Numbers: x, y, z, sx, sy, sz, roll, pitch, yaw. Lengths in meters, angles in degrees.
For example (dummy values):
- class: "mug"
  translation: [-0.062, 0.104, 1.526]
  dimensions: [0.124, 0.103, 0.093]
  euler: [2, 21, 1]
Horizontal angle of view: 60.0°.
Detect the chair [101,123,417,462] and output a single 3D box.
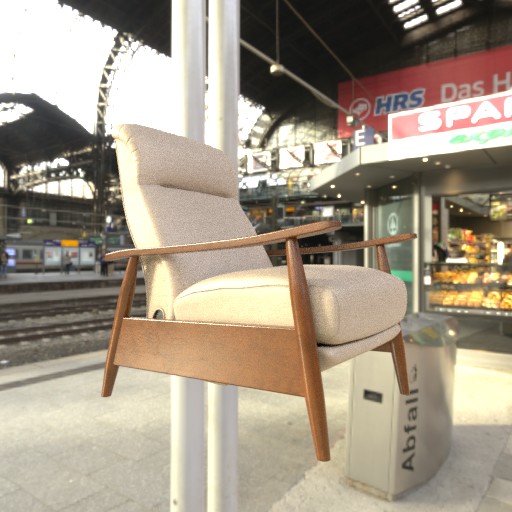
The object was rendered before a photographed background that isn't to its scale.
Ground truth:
- class: "chair"
  translation: [0.000, 0.000, 1.736]
  dimensions: [1.030, 1.082, 0.762]
  euler: [0, -1, 36]
